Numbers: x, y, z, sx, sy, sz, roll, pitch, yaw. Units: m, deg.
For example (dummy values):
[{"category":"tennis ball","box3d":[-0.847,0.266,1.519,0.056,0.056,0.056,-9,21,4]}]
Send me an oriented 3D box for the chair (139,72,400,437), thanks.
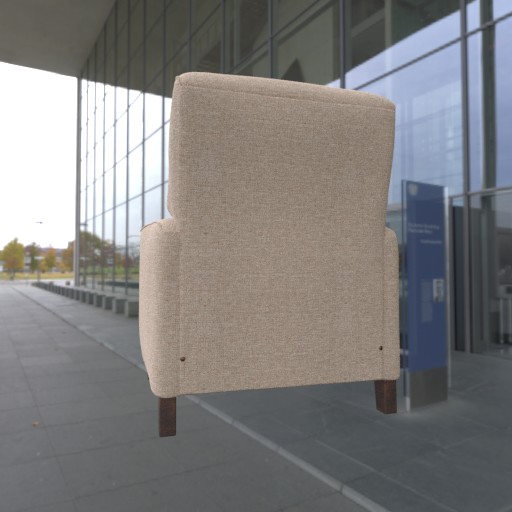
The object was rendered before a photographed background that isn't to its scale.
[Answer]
[{"category":"chair","box3d":[0.000,0.000,1.664,0.841,1.028,0.858,1,-2,-16]}]
